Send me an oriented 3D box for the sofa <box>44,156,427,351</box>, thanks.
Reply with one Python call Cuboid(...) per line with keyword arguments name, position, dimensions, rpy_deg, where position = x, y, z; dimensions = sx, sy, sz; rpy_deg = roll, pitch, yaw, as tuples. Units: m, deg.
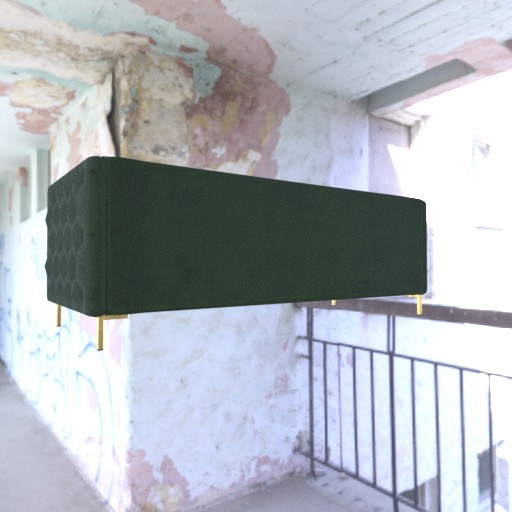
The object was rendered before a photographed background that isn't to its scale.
Cuboid(name="sofa", position=(0.000, 0.000, 2.661), dimensions=(2.209, 0.771, 0.895), rpy_deg=(1, -1, -35))
